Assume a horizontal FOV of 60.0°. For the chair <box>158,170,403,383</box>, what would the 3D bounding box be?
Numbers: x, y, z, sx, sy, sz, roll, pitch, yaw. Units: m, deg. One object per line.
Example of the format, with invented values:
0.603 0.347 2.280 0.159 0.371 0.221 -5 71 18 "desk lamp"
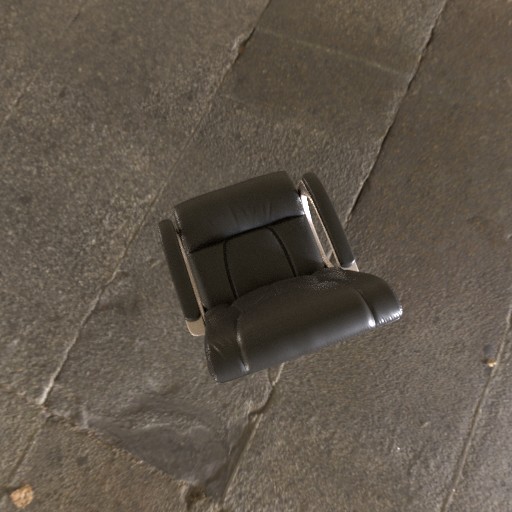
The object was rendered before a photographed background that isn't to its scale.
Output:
0.000 0.000 1.624 0.700 1.145 0.780 -19 76 -5 "chair"
